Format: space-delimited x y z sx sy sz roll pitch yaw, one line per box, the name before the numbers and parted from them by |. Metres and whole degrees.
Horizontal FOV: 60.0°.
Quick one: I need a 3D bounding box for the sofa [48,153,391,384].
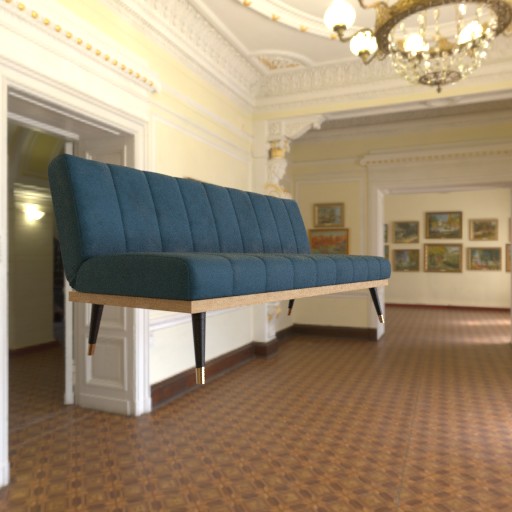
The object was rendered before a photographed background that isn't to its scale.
sofa | 0.000 0.000 2.310 0.830 0.825 1.810 0 0 36
